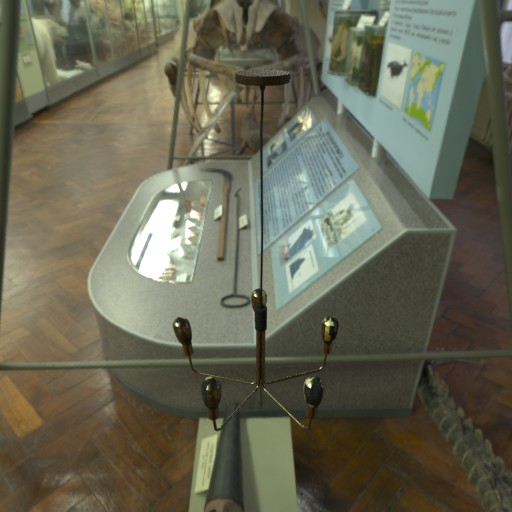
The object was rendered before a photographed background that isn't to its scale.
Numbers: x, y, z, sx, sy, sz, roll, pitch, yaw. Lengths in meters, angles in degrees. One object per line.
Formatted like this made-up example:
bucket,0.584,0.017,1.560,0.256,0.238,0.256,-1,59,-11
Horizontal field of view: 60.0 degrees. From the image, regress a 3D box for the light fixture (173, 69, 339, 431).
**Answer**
light fixture,0.000,0.000,1.367,0.588,1.059,0.532,-1,29,-1
